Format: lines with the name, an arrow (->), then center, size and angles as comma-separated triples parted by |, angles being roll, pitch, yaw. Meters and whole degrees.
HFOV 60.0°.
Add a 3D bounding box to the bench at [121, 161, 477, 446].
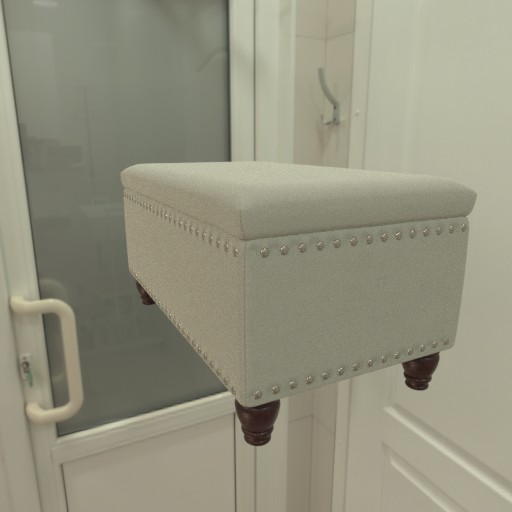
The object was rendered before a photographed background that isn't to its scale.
bench -> 0.000, 0.000, 1.158 | 0.500, 0.449, 0.887 | -7, 16, -26
